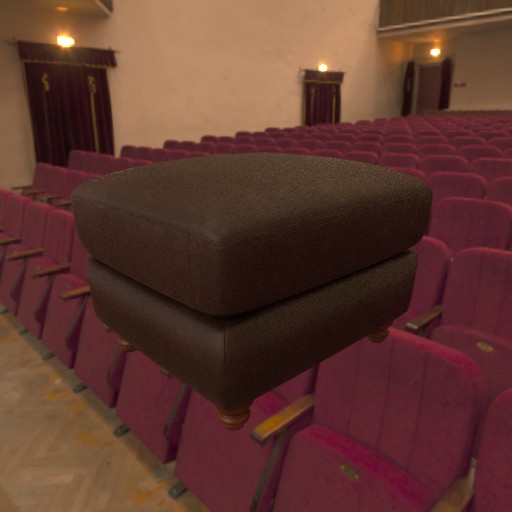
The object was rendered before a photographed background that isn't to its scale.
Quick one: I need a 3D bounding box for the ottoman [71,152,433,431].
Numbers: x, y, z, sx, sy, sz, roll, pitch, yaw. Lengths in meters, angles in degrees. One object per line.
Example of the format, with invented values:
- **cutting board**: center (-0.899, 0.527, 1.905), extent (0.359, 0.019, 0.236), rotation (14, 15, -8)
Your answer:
- **ottoman**: center (0.000, 0.000, 1.283), extent (0.806, 0.569, 0.670), rotation (-16, 23, -41)
